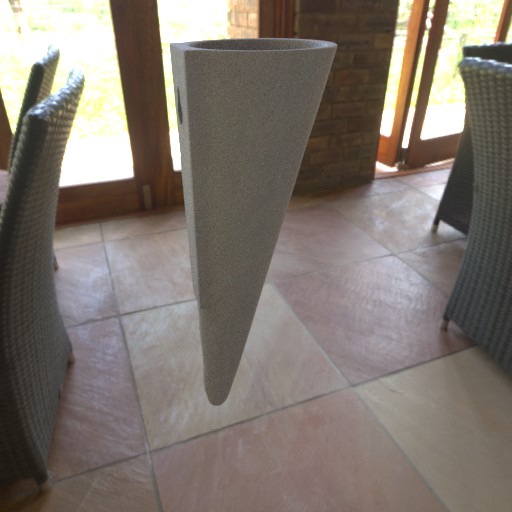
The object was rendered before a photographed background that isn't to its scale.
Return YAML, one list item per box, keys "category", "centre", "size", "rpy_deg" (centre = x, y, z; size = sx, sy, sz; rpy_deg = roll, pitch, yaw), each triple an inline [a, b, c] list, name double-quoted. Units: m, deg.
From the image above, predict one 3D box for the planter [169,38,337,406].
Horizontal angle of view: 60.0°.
- category: "planter"
  centre: [0.000, 0.000, 0.299]
  size: [0.087, 0.259, 0.078]
  rpy_deg: [-9, 31, -16]
